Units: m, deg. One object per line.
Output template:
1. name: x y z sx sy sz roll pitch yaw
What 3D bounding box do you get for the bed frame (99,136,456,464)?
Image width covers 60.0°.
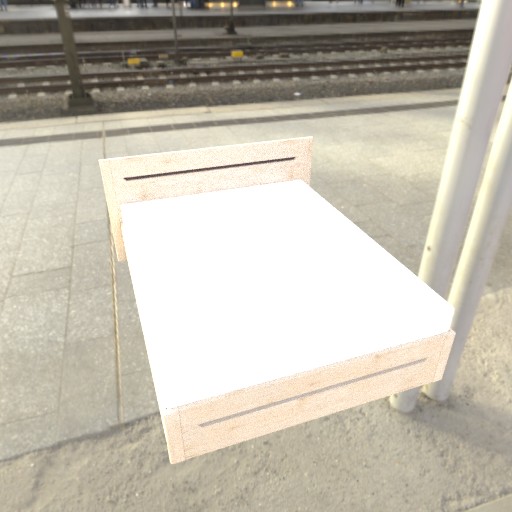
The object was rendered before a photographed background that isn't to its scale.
1. bed frame: 0.000 0.000 3.045 1.800 0.900 2.080 -11 33 -17
